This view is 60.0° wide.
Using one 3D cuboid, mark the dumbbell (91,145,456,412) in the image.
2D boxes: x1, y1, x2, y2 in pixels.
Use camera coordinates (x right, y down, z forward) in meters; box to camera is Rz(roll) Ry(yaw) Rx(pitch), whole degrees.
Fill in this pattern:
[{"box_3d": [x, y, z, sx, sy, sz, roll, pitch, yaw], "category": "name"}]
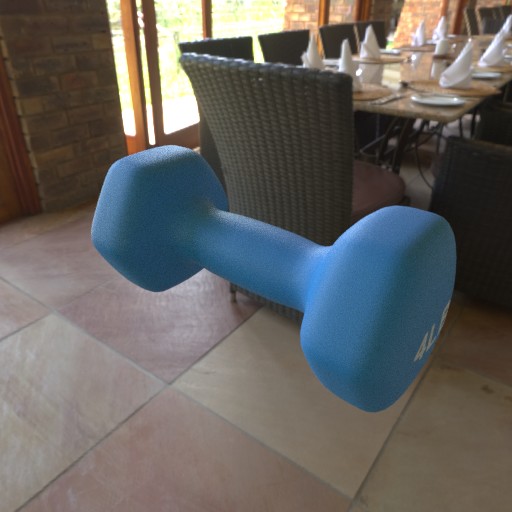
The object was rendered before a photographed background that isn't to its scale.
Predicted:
[{"box_3d": [0.000, 0.000, 0.187, 0.152, 0.066, 0.074, 23, 37, 33], "category": "dumbbell"}]
